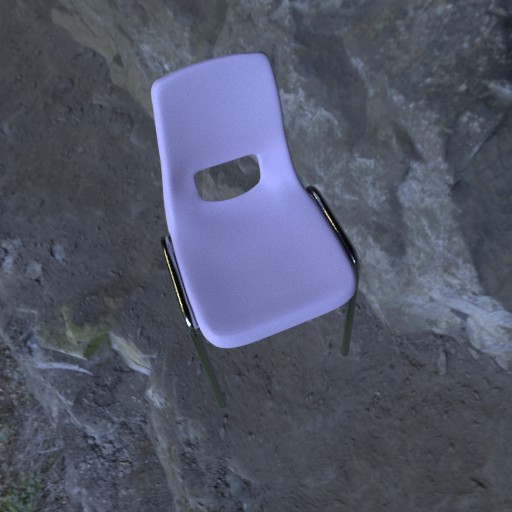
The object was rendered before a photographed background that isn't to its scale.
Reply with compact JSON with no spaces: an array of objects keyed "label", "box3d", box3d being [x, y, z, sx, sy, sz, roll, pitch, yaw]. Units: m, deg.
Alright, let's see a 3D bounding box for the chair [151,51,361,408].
[{"label":"chair","box3d":[0.000,0.000,0.974,0.381,0.704,0.436,-20,65,-10]}]
